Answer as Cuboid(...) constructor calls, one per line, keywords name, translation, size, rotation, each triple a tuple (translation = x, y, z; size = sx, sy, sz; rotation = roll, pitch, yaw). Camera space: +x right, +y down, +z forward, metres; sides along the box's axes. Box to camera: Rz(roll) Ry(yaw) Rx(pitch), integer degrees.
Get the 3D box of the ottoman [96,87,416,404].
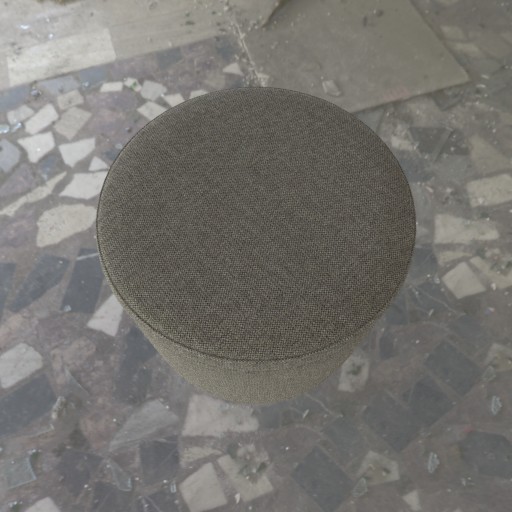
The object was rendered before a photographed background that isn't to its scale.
Cuboid(name="ottoman", translation=(0.000, 0.000, 0.884), size=(0.520, 0.430, 0.520), rotation=(0, 64, 0))
